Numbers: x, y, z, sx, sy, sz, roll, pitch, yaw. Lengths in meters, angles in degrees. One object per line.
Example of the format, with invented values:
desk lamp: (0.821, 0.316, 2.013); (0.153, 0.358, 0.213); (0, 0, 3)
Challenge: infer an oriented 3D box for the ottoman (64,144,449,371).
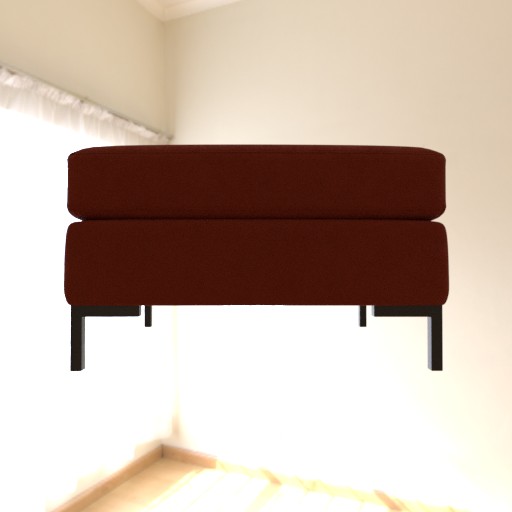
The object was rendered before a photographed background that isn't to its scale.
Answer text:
ottoman: (0.000, 0.000, 1.180); (0.782, 0.462, 0.650); (0, -1, 0)
